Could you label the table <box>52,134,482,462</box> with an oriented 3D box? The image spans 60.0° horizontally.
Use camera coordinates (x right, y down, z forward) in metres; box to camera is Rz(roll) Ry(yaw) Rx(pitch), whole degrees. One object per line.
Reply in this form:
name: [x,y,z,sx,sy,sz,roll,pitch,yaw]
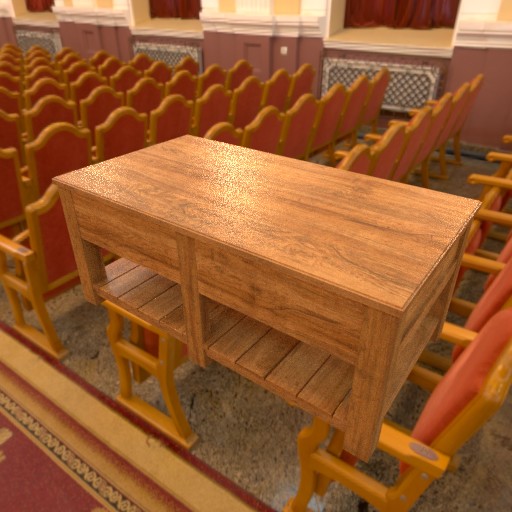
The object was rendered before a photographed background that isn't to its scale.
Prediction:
table: [0.000,0.000,1.461,1.150,0.480,0.635,21,37,31]
